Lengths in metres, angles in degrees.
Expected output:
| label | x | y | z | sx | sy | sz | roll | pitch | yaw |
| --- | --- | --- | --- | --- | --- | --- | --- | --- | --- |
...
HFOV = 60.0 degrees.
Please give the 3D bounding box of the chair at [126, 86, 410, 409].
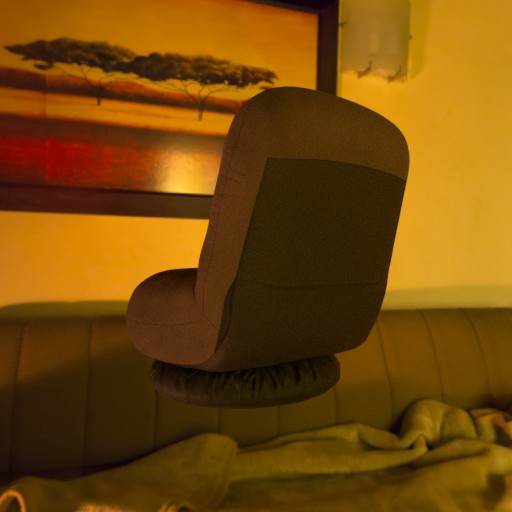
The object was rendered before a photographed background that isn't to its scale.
| label | x | y | z | sx | sy | sz | roll | pitch | yaw |
| --- | --- | --- | --- | --- | --- | --- | --- | --- | --- |
| chair | 0.000 | 0.000 | 1.019 | 0.521 | 0.594 | 0.597 | 0 | -1 | -36 |
